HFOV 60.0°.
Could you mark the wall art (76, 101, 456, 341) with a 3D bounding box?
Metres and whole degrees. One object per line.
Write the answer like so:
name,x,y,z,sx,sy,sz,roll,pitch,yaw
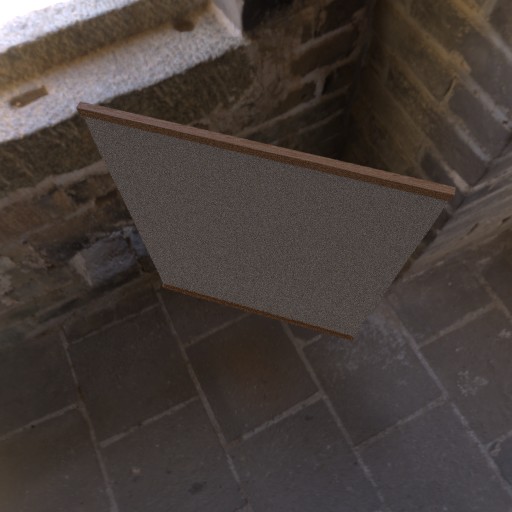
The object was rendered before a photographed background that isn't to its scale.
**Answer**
wall art,0.000,0.000,0.683,0.404,0.507,0.010,15,64,7
